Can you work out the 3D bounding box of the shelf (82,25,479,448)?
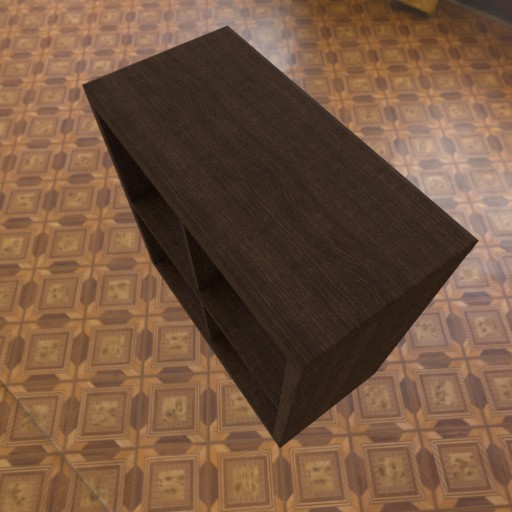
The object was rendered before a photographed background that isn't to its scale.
[{"bbox_3d":[0.000,0.000,1.216,0.390,0.786,0.790,-31,64,-18],"label":"shelf"}]
